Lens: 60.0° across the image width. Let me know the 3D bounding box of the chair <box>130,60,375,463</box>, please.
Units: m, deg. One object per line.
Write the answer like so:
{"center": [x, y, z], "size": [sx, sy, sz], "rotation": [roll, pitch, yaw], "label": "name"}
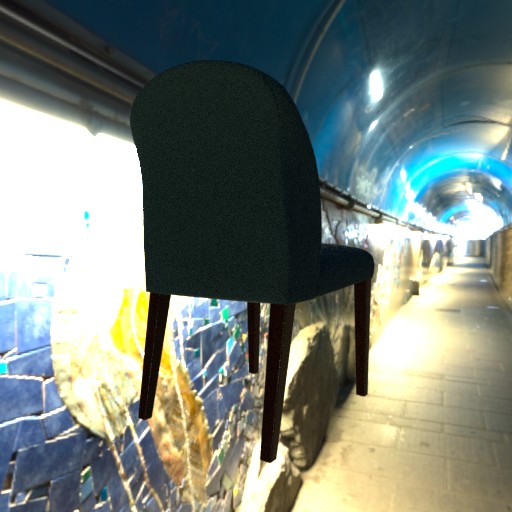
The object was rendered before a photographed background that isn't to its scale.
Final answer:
{"center": [0.000, 0.000, 1.266], "size": [0.507, 0.879, 0.620], "rotation": [1, 2, 36], "label": "chair"}
